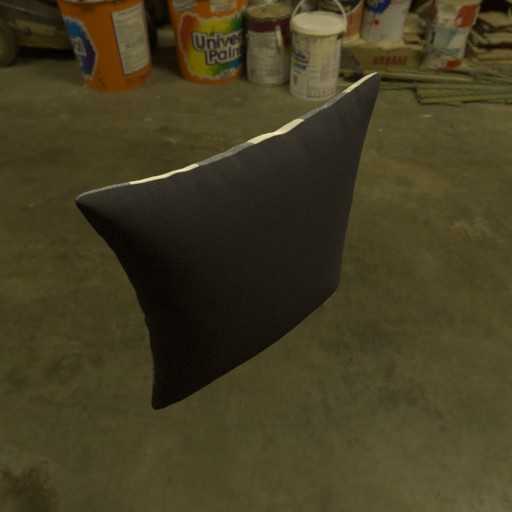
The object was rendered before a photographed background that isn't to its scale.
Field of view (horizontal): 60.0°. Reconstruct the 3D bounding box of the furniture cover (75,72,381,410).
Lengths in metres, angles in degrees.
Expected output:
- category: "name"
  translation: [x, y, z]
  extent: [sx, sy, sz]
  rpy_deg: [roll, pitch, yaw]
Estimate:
- category: "furniture cover"
  translation: [0.000, 0.000, 0.776]
  extent: [0.511, 0.509, 0.161]
  rpy_deg: [-31, 53, -26]
